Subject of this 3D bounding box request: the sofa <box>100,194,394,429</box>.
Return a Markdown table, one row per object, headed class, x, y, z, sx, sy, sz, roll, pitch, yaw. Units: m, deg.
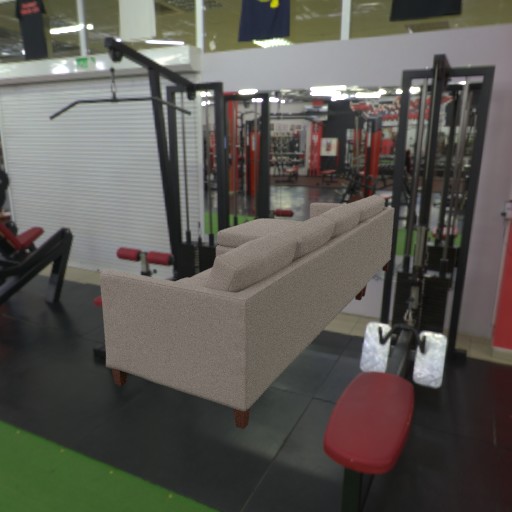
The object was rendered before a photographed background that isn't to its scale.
| class | x | y | z | sx | sy | sz | roll | pitch | yaw |
| --- | --- | --- | --- | --- | --- | --- | --- | --- | --- |
| sofa | 0.000 | 0.000 | 3.755 | 1.625 | 0.846 | 3.186 | 8 | 17 | 28 |
